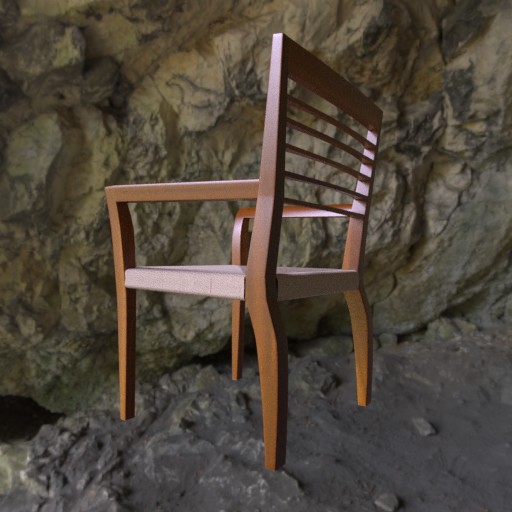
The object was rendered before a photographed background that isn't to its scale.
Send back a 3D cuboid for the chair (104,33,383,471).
[{"bbox_3d":[0.000,0.000,1.216,0.540,0.855,0.587,0,0,35],"label":"chair"}]
